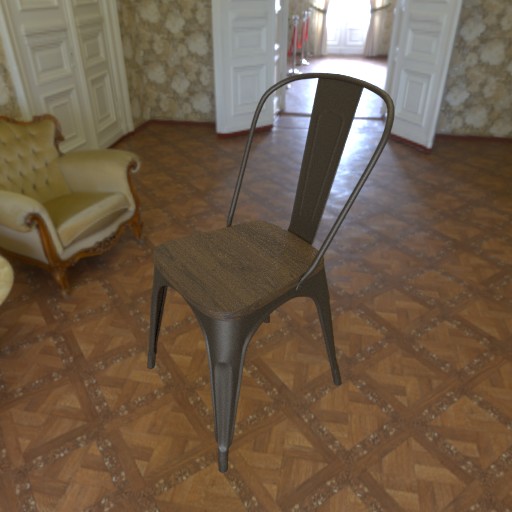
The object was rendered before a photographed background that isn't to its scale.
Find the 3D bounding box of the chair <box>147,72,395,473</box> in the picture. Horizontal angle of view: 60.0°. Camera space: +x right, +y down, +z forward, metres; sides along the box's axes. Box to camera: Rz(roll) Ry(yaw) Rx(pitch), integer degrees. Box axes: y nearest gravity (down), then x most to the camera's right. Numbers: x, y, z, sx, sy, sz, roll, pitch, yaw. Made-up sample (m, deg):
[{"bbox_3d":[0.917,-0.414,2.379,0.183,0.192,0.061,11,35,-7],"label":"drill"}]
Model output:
[{"bbox_3d":[0.000,0.000,1.160,0.532,0.844,0.451,-20,36,-30],"label":"chair"}]
